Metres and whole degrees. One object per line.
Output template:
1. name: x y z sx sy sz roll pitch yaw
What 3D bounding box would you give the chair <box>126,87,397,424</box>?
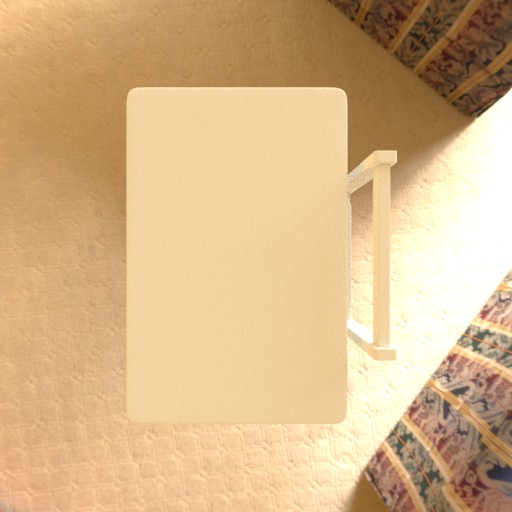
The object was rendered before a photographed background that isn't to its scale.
1. chair: 0.000 0.000 1.057 0.461 0.673 0.599 0 90 0
